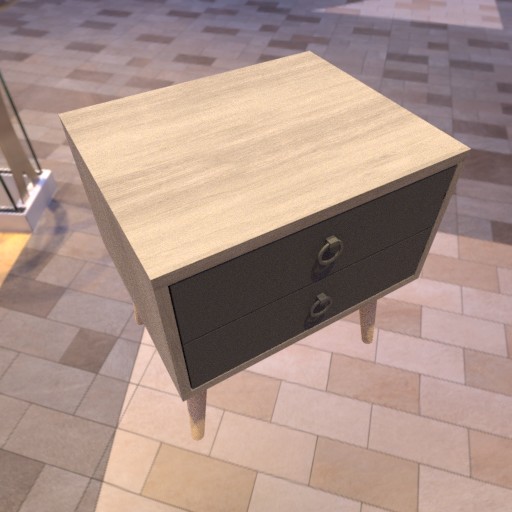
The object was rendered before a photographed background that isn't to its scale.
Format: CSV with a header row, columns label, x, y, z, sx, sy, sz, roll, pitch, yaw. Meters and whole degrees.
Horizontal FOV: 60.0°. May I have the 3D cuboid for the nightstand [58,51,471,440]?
label,x,y,z,sx,sy,sz,roll,pitch,yaw
nightstand,0.000,0.000,0.798,0.450,0.500,0.380,-23,51,-20
